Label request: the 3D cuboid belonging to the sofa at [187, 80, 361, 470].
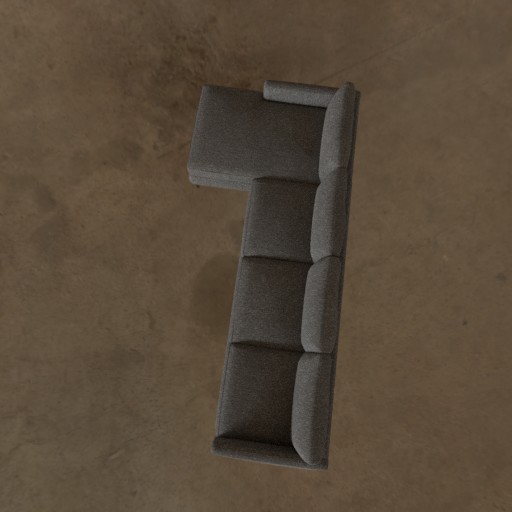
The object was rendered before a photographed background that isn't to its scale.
[{"bbox_3d":[0.000,0.000,3.474,1.350,0.810,2.932,7,77,2],"label":"sofa"}]
